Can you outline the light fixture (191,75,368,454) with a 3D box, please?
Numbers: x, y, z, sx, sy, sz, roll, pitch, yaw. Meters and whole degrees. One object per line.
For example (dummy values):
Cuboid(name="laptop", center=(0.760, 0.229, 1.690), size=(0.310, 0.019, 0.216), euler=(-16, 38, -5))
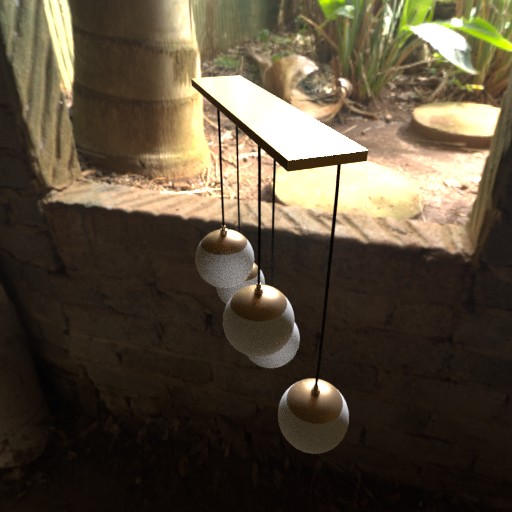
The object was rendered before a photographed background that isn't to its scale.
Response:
Cuboid(name="light fixture", center=(0.000, 0.000, 1.310), size=(0.299, 0.869, 0.863), euler=(-11, 34, -16))
